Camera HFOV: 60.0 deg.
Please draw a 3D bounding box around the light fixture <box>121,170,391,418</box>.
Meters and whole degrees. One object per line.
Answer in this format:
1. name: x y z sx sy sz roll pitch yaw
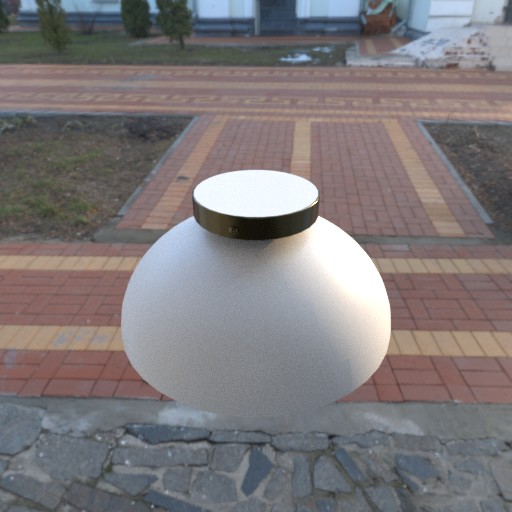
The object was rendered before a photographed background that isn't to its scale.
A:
1. light fixture: 0.000 0.000 0.562 0.355 0.177 0.355 0 30 0
